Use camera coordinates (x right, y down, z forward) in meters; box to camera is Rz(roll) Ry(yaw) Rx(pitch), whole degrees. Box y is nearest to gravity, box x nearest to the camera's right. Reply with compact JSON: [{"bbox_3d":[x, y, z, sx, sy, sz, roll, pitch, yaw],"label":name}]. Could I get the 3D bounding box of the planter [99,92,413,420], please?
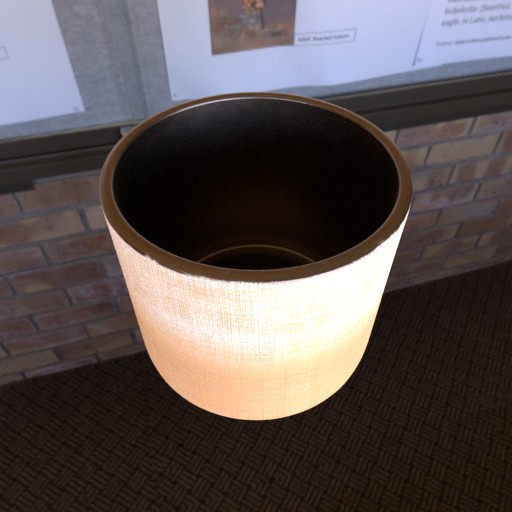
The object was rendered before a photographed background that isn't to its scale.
[{"bbox_3d":[0.000,0.000,0.440,0.254,0.221,0.254,0,47,0],"label":"planter"}]
